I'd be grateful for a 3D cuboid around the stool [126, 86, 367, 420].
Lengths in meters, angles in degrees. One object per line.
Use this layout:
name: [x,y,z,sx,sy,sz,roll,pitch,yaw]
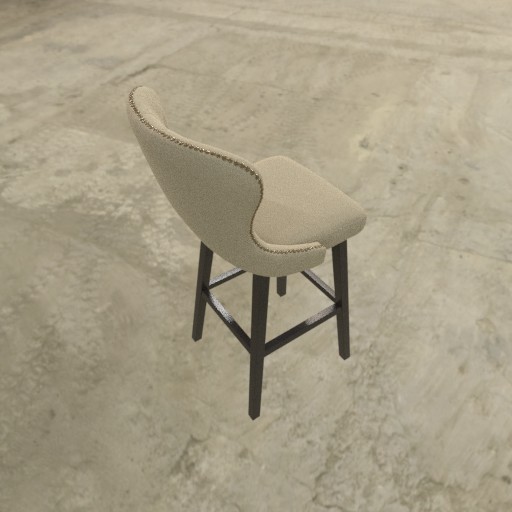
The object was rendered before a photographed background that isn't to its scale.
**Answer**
stool: [0.000,0.000,1.423,0.605,1.066,0.528,-25,48,-25]
